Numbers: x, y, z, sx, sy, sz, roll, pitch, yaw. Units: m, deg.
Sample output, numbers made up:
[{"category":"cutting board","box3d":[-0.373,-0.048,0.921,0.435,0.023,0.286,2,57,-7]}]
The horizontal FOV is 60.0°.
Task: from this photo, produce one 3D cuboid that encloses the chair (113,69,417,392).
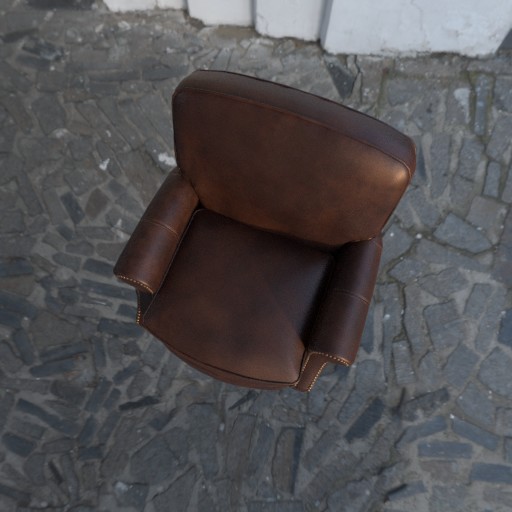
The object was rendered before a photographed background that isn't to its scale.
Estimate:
[{"category":"chair","box3d":[0.000,0.000,1.733,0.936,1.018,0.986,20,75,6]}]
